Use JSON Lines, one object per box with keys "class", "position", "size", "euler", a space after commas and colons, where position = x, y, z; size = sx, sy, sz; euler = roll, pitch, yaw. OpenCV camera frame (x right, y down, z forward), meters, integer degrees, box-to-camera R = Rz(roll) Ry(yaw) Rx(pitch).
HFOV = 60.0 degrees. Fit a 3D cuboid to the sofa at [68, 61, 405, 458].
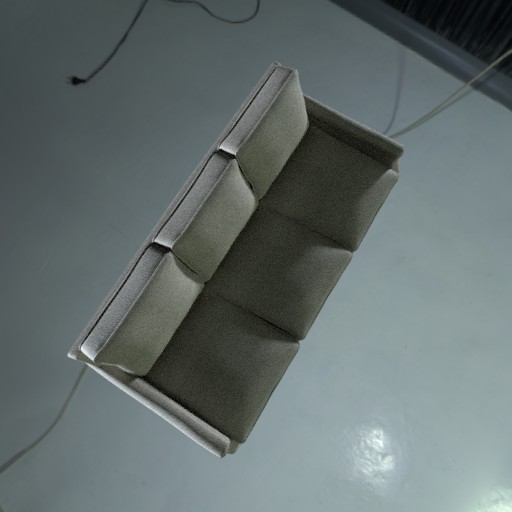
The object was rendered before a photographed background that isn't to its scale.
{"class": "sofa", "position": [0.000, 0.000, 2.867], "size": [1.084, 1.003, 2.246], "euler": [31, 78, 7]}
